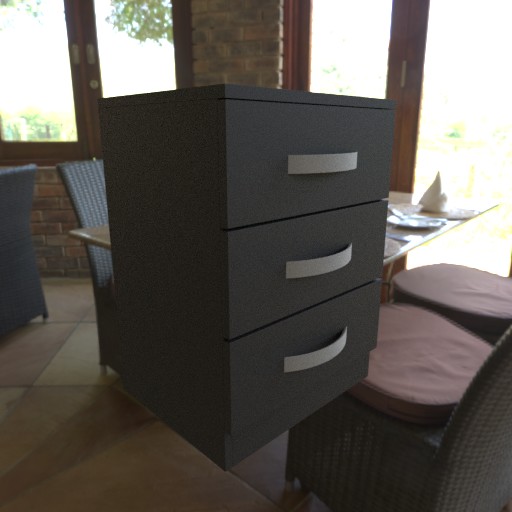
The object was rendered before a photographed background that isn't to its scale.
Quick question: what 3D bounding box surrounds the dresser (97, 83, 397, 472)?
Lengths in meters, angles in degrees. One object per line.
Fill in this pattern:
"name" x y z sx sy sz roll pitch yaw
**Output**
"dresser" 0.000 0.000 0.836 0.400 0.560 0.360 -15 21 -42
